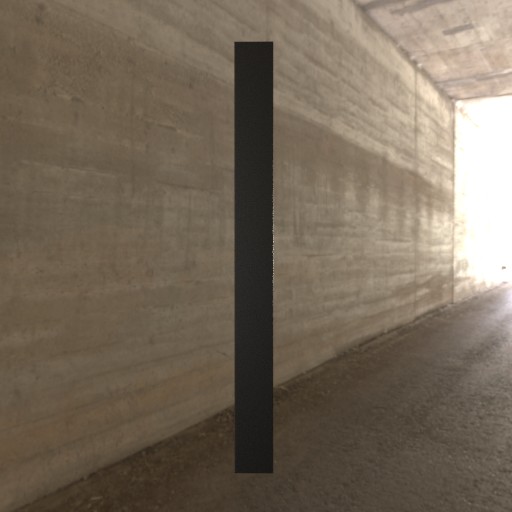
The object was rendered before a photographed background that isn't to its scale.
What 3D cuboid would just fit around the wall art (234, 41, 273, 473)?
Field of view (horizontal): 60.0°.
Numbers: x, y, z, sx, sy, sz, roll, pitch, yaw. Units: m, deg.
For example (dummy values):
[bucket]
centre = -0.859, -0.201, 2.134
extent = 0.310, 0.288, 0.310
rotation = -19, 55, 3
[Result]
[wall art]
centre = 0.000, 0.000, 0.490
extent = 0.029, 0.318, 0.327
rotation = 0, 1, 1
